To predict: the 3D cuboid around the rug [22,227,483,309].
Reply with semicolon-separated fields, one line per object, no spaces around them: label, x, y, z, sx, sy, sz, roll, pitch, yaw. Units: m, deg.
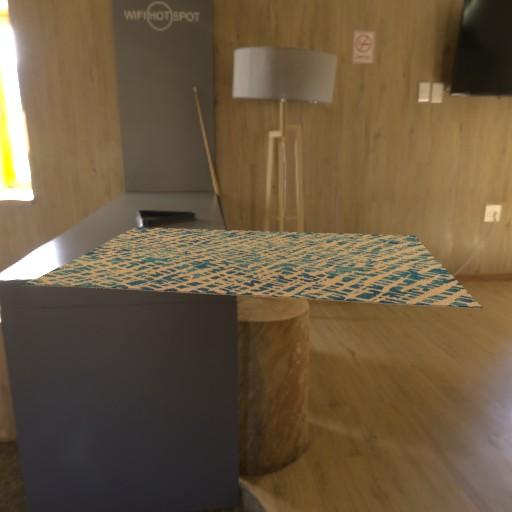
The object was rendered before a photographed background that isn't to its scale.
rug;0.000;0.000;2.303;1.830;0.011;1.209;2;15;8
